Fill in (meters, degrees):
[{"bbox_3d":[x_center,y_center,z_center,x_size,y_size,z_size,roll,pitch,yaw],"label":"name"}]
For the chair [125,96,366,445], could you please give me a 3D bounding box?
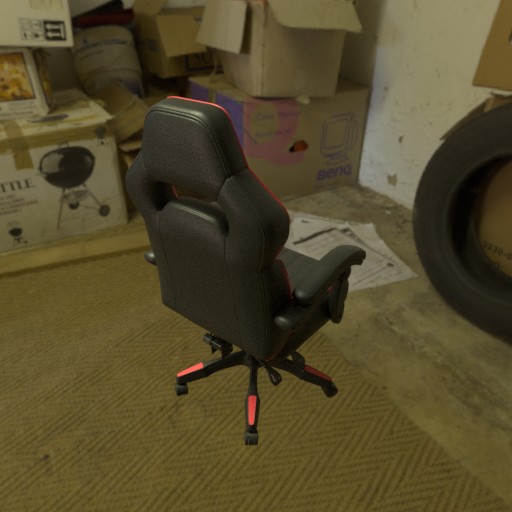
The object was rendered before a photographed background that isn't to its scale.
[{"bbox_3d":[0.000,0.000,1.658,0.700,1.220,0.700,22,38,32],"label":"chair"}]
